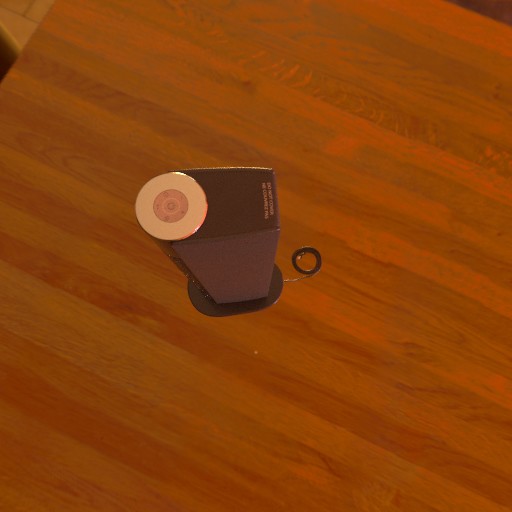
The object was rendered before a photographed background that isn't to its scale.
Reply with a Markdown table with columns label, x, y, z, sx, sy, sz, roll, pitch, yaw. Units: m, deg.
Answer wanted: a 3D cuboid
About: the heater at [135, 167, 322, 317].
| label | x | y | z | sx | sy | sz | roll | pitch | yaw |
| --- | --- | --- | --- | --- | --- | --- | --- | --- | --- |
| heater | 0.000 | 0.000 | 1.088 | 0.458 | 0.856 | 0.214 | -5 | 78 | -1 |
